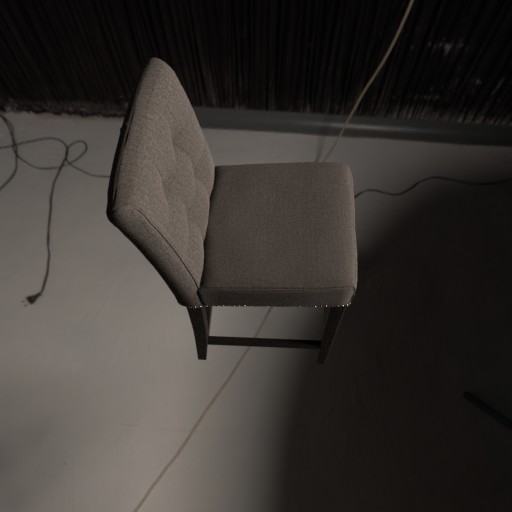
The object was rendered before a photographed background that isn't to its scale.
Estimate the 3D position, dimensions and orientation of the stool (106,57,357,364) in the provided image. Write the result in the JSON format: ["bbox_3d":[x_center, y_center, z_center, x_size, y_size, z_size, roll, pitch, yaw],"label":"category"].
[{"bbox_3d":[0.000,0.000,1.316,0.548,1.047,0.411,3,62,2],"label":"stool"}]
